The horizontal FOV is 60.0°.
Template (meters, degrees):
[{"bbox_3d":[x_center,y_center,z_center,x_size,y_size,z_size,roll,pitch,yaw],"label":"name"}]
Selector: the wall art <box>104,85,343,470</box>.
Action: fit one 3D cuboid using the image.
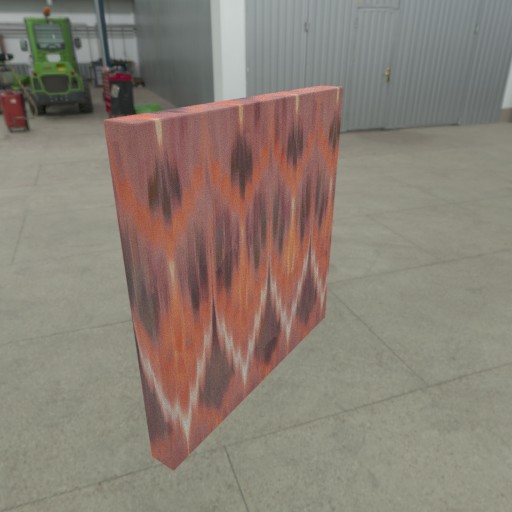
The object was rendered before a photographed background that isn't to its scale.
[{"bbox_3d":[0.000,0.000,0.604,0.038,0.406,0.403,17,30,31],"label":"wall art"}]
